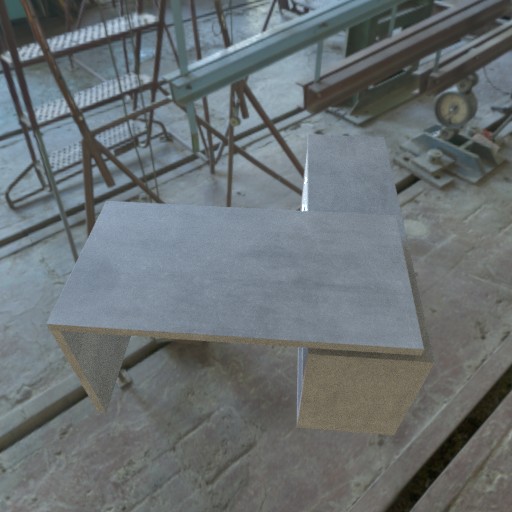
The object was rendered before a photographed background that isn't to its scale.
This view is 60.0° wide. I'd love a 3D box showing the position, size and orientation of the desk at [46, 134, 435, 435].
[{"bbox_3d":[0.000,0.000,2.343,1.400,0.740,1.500,3,46,3],"label":"desk"}]
